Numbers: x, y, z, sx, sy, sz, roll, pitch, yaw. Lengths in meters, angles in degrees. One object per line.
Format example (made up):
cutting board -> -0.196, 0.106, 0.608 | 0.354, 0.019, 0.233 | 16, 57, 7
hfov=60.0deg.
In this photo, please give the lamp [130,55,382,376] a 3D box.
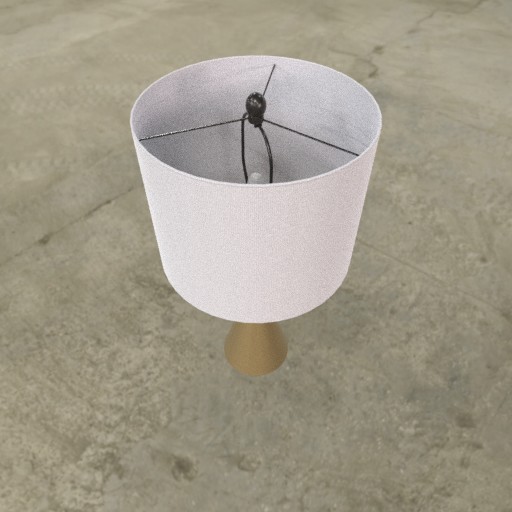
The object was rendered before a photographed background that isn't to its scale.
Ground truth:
lamp -> 0.000, 0.000, 0.740 | 0.304, 0.573, 0.304 | -16, 49, -14
